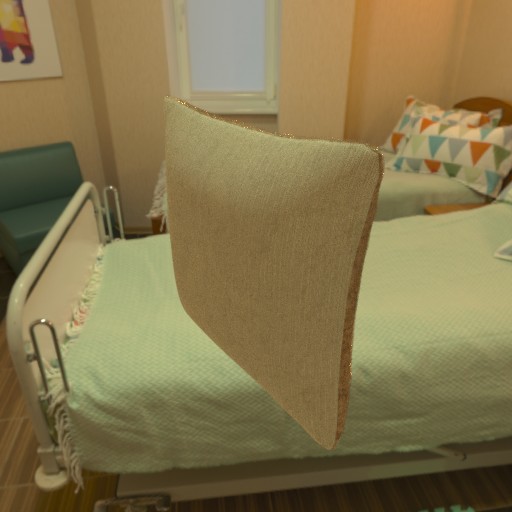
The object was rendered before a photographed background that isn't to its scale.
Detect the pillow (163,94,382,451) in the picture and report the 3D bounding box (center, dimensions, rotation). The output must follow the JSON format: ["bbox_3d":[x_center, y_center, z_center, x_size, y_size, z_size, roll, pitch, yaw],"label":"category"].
[{"bbox_3d":[0.000,0.000,0.827,0.216,0.525,0.538,-20,34,-32],"label":"pillow"}]
